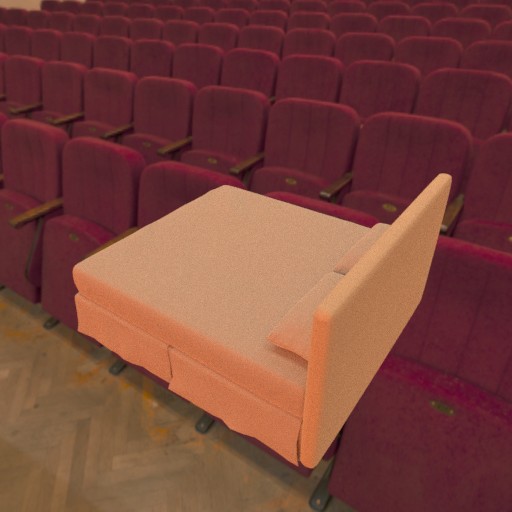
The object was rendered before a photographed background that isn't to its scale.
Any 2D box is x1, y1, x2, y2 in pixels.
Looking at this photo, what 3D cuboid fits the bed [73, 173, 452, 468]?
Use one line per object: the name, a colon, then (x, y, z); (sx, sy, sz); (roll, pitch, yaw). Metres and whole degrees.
bed: (0.000, 0.000, 3.631); (2.341, 1.317, 2.119); (21, 39, 29)
